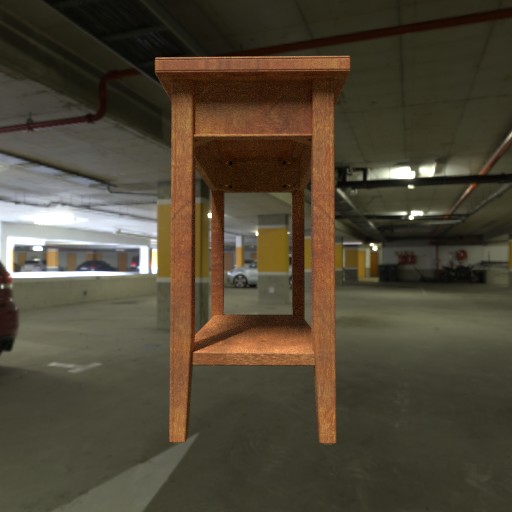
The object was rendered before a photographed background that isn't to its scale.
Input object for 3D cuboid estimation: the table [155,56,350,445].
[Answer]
[{"bbox_3d":[0.000,0.000,0.988,0.305,0.610,0.610,0,-1,1],"label":"table"}]
